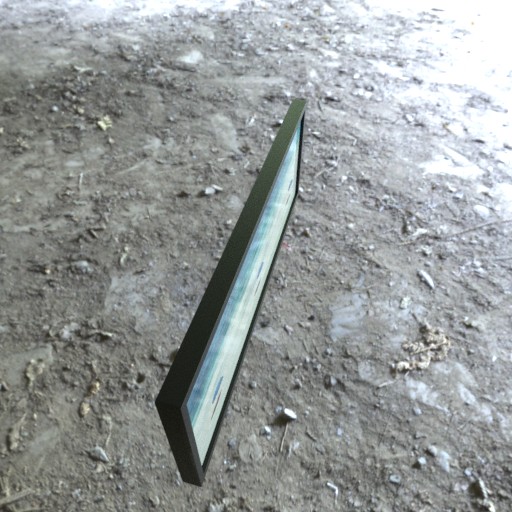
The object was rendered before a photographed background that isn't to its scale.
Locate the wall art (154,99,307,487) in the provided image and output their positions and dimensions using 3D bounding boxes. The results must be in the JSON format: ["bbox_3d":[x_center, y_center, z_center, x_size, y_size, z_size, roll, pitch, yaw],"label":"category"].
[{"bbox_3d":[0.000,0.000,0.963,0.037,0.303,0.860,11,47,11],"label":"wall art"}]
